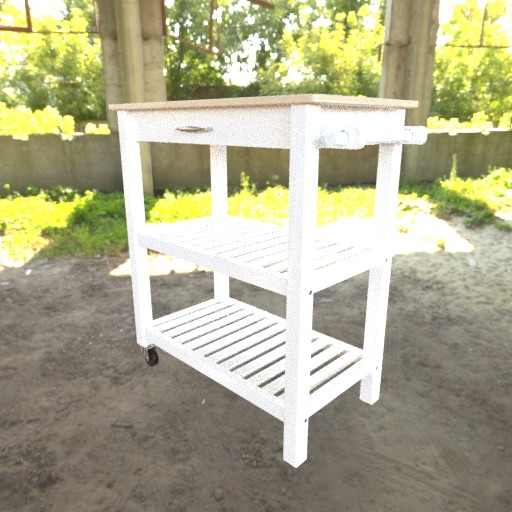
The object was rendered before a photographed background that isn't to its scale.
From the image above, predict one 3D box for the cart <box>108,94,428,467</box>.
[{"bbox_3d":[0.000,0.000,1.418,0.899,0.927,0.457,16,23,42],"label":"cart"}]
